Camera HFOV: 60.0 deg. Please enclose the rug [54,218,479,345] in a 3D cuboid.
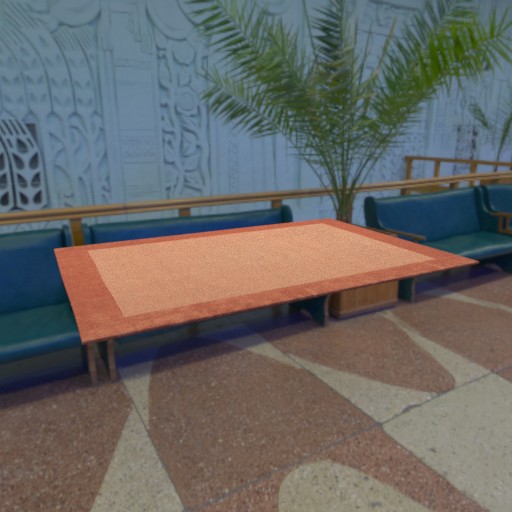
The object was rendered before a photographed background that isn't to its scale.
[{"bbox_3d":[0.000,0.000,2.276,1.829,0.014,1.219,-8,18,-26],"label":"rug"}]
